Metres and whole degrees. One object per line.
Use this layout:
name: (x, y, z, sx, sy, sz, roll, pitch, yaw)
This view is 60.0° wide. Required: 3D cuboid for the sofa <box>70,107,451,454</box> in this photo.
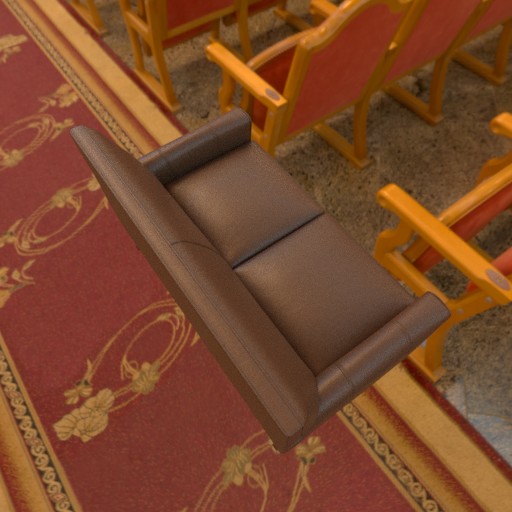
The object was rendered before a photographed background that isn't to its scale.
sofa: (0.000, 0.000, 2.002, 0.853, 0.859, 1.468, -32, 63, -18)
